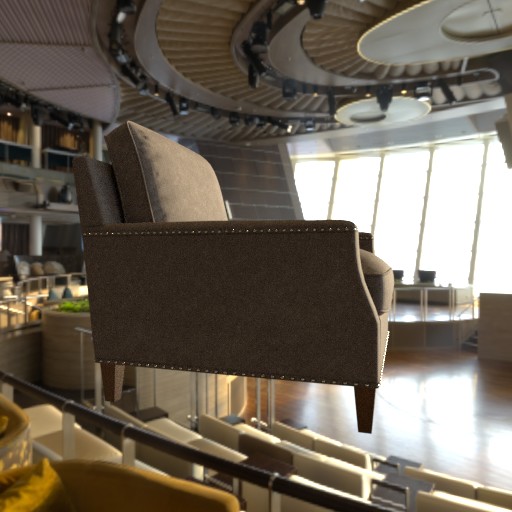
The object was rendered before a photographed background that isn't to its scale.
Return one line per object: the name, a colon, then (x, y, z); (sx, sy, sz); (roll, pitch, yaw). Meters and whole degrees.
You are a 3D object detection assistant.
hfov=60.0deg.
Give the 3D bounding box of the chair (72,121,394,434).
chair: (0.000, 0.000, 1.709); (1.014, 0.948, 0.853); (0, 0, 18)
